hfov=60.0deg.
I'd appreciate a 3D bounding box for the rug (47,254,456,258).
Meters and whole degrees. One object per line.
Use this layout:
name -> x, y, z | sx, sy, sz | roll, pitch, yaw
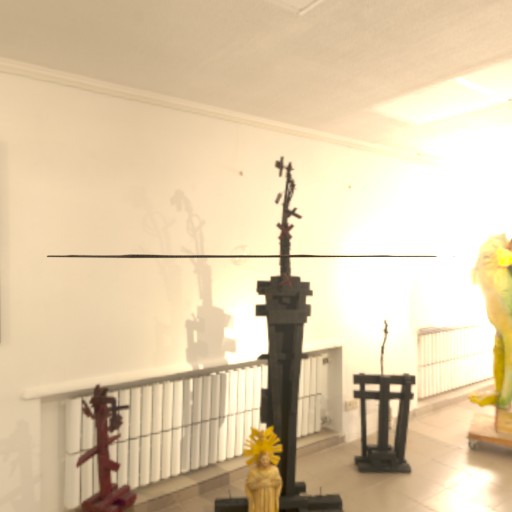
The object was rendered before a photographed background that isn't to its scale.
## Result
rug -> 0.000, 0.000, 2.354 | 1.820, 0.012, 1.207 | 0, 0, -36
